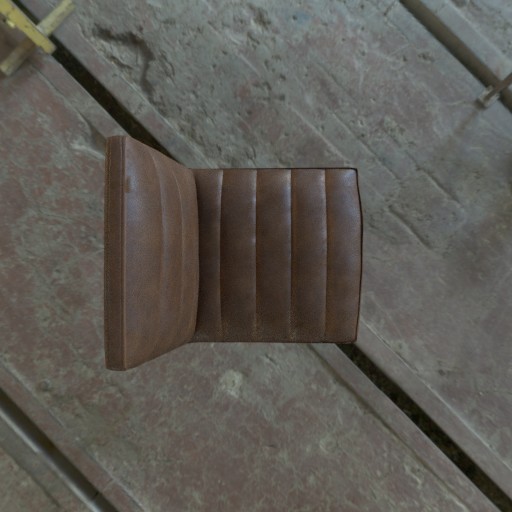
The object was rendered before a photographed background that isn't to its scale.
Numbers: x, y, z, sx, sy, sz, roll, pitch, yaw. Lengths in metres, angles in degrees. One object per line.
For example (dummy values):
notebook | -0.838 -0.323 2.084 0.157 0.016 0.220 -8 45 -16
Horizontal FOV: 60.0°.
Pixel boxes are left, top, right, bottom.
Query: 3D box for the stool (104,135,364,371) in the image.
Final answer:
stool | 0.000 0.000 1.272 0.562 0.942 0.463 0 89 1
